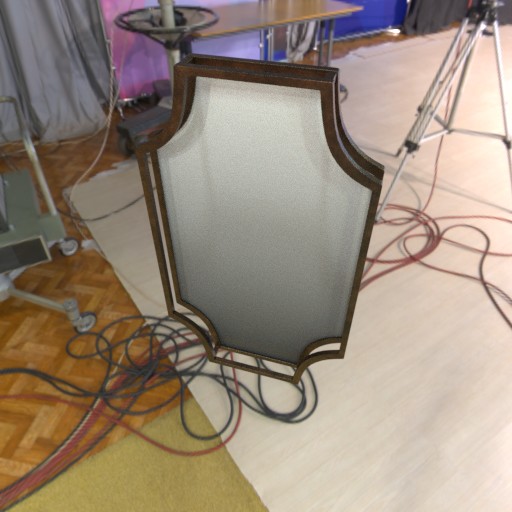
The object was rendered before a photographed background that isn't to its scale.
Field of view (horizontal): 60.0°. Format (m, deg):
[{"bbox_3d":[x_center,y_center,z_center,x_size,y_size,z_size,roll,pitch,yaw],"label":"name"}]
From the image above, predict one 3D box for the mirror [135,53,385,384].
[{"bbox_3d":[0.000,0.000,0.978,0.462,0.811,0.066,11,43,12],"label":"mirror"}]
